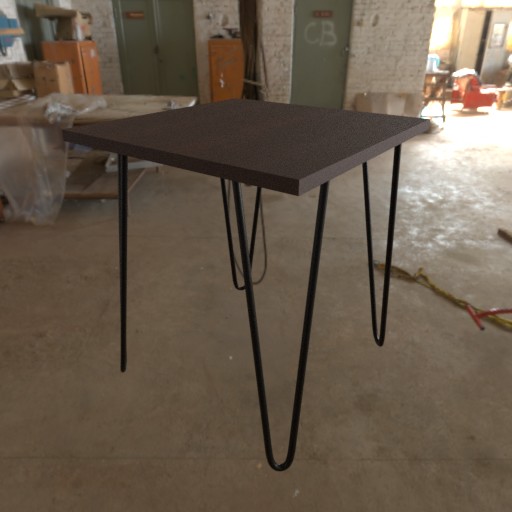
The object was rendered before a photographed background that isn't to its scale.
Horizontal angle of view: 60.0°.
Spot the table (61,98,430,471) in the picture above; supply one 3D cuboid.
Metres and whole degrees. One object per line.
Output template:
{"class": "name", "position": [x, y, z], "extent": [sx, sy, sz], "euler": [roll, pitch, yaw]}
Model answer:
{"class": "table", "position": [0.000, 0.000, 0.962], "extent": [0.495, 0.559, 0.495], "euler": [19, 33, 32]}
